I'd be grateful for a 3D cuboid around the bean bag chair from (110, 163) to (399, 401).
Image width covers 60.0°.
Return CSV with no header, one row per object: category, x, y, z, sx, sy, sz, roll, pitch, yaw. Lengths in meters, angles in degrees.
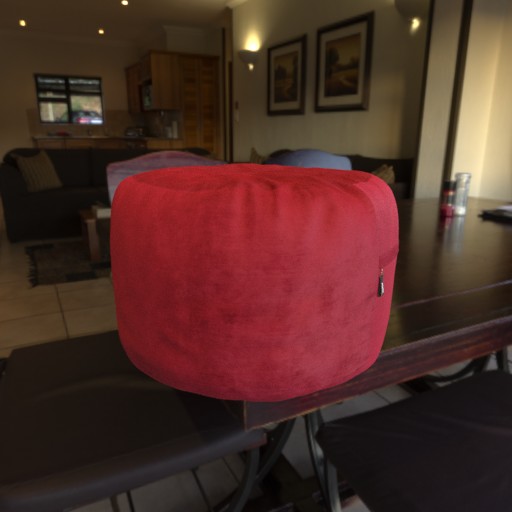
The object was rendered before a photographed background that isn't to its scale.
bean bag chair,0.000,0.000,1.964,1.219,0.762,1.219,0,15,0
